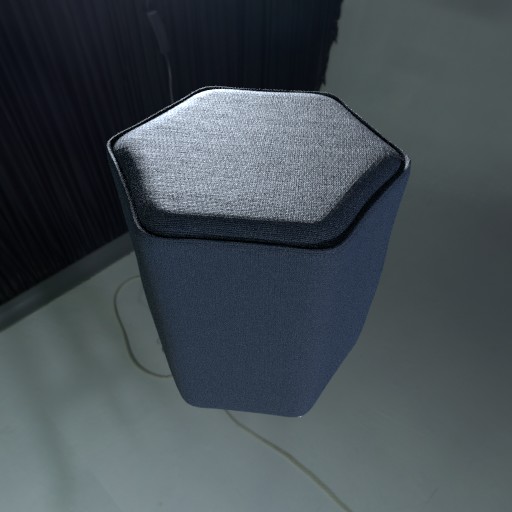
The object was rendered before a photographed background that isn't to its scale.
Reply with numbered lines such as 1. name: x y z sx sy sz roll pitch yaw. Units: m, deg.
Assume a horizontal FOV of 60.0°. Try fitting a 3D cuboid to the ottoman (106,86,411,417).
1. ottoman: 0.000 0.000 0.878 0.454 0.505 0.492 31 54 27
